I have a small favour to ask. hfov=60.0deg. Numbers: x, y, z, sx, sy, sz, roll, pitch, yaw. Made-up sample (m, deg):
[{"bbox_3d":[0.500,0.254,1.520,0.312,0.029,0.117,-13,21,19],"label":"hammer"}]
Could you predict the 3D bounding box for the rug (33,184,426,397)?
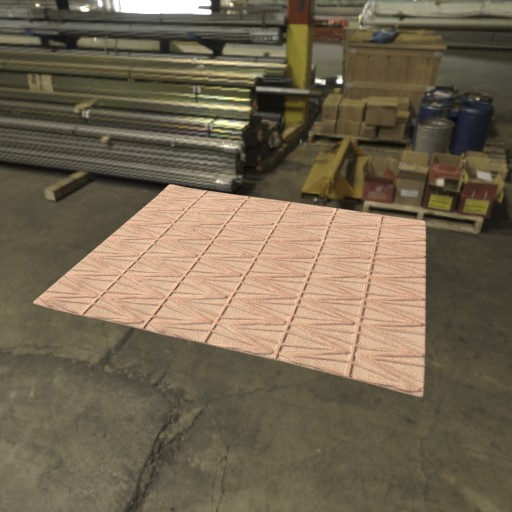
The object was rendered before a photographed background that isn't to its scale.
[{"bbox_3d":[0.000,0.000,4.179,3.052,0.043,2.453,10,35,15],"label":"rug"}]
